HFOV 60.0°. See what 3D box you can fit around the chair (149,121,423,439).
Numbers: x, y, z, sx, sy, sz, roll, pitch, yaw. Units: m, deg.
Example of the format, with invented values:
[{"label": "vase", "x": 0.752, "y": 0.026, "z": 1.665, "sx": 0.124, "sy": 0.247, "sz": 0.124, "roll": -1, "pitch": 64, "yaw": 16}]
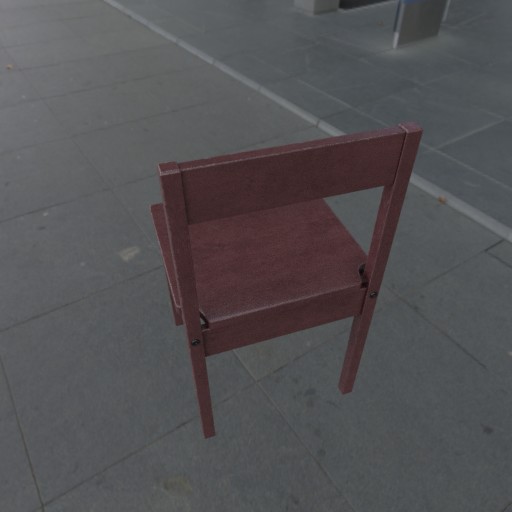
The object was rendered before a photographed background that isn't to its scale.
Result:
[{"label": "chair", "x": 0.000, "y": 0.000, "z": 0.902, "sx": 0.367, "sy": 0.668, "sz": 0.361, "roll": -13, "pitch": 44, "yaw": -14}]
